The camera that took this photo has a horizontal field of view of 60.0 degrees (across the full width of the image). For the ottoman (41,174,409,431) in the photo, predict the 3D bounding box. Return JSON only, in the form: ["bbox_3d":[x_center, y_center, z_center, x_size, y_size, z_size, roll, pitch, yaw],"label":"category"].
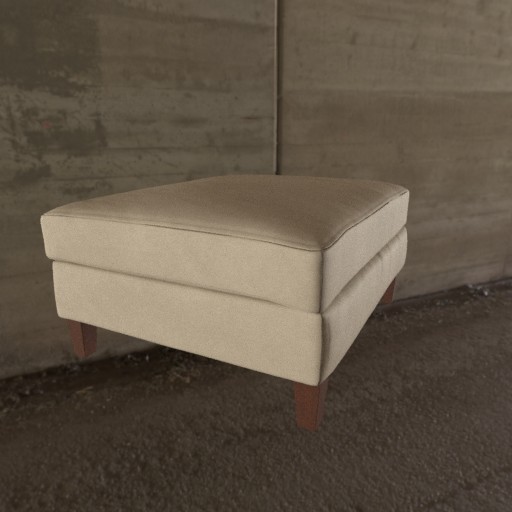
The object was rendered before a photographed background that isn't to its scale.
[{"bbox_3d":[0.000,0.000,1.483,0.836,0.492,1.002,8,18,26],"label":"ottoman"}]
